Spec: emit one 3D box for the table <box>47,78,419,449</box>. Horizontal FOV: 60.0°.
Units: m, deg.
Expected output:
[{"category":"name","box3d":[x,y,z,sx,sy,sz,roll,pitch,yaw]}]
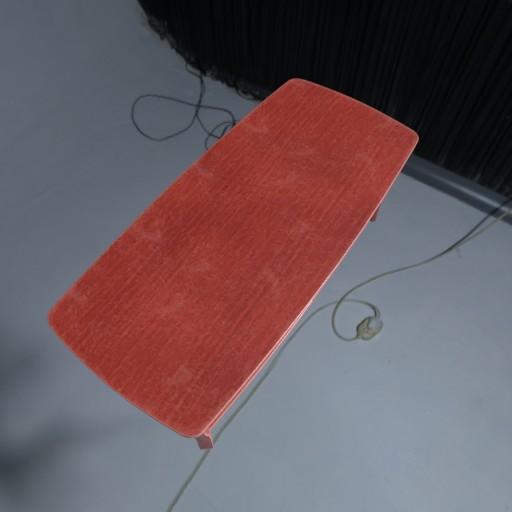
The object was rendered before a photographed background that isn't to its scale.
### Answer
[{"category":"table","box3d":[0.000,0.000,1.507,0.561,0.473,1.216,32,64,17]}]
